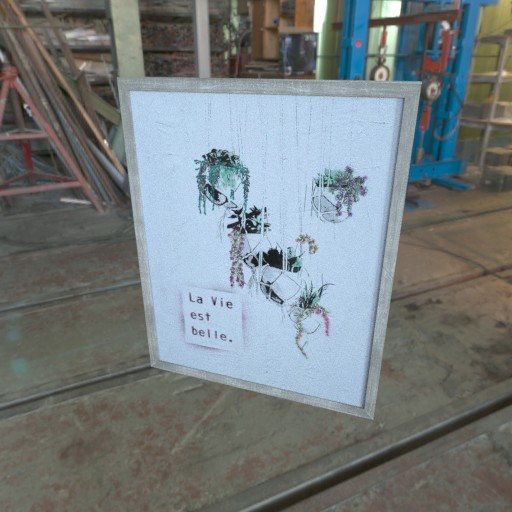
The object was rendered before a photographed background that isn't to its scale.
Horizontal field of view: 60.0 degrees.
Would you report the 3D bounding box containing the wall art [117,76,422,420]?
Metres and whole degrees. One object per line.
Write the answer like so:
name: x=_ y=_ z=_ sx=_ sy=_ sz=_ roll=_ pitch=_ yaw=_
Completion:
wall art: x=0.000 y=0.000 z=0.703 sx=0.421 sy=0.521 sz=0.032 roll=8 pitch=26 yaw=17
